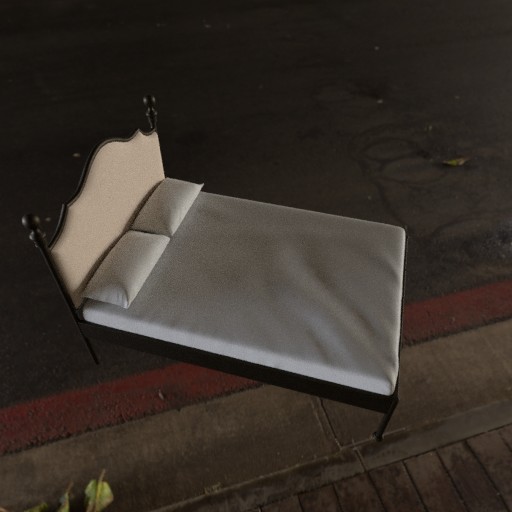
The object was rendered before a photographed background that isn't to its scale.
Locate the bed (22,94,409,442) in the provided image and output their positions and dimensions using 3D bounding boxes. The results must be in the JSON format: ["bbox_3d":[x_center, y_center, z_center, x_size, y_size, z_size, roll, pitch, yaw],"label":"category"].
[{"bbox_3d":[0.000,0.000,3.134,2.170,1.462,1.533,11,46,11],"label":"bed"}]
